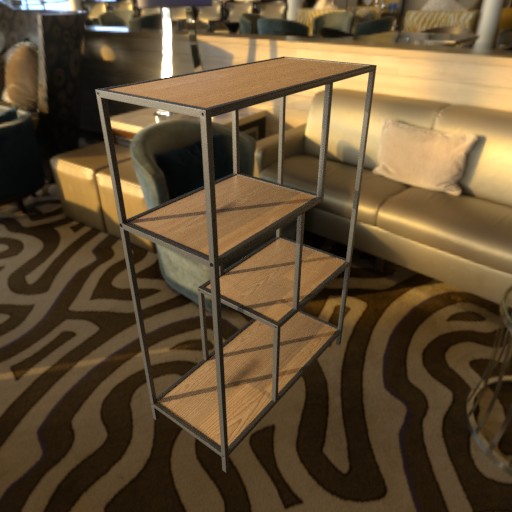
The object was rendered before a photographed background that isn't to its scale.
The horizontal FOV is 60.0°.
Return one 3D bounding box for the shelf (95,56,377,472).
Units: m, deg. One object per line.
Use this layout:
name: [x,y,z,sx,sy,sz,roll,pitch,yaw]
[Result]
shelf: [0.000,0.000,1.492,0.350,1.138,0.770,22,37,32]
